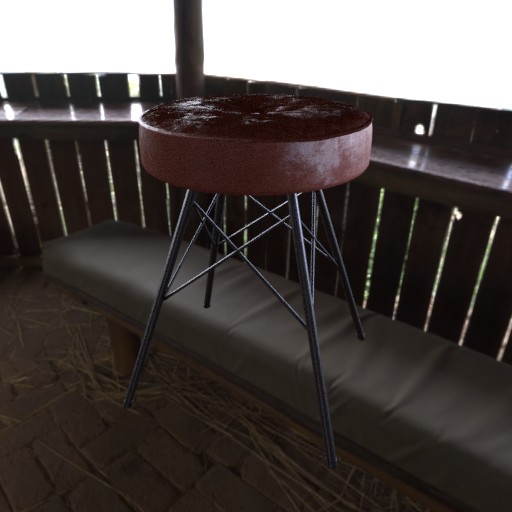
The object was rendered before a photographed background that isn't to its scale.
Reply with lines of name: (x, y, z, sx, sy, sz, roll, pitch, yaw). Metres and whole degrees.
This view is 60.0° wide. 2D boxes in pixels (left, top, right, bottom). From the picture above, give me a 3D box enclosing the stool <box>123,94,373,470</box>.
stool: (0.000, 0.000, 0.909, 0.457, 0.593, 0.421, 9, 29, 17)
